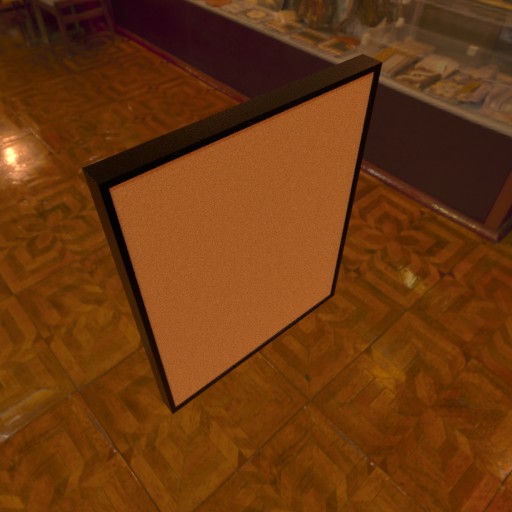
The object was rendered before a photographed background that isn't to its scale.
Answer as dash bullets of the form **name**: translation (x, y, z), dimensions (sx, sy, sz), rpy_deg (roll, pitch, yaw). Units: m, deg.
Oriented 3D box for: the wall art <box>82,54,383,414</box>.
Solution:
- **wall art**: translation (0.000, 0.000, 0.761), dimensions (0.451, 0.553, 0.039), rpy_deg (-31, 54, -26)
